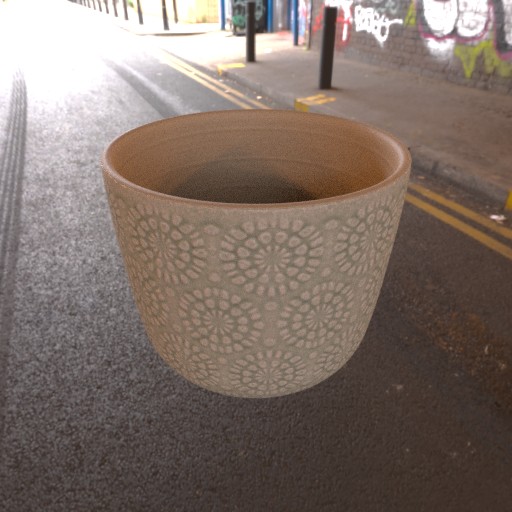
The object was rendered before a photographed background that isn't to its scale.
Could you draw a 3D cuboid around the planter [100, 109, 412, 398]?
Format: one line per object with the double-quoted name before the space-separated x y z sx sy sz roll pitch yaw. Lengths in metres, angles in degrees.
"planter" 0.000 0.000 0.211 0.124 0.109 0.124 0 31 0
